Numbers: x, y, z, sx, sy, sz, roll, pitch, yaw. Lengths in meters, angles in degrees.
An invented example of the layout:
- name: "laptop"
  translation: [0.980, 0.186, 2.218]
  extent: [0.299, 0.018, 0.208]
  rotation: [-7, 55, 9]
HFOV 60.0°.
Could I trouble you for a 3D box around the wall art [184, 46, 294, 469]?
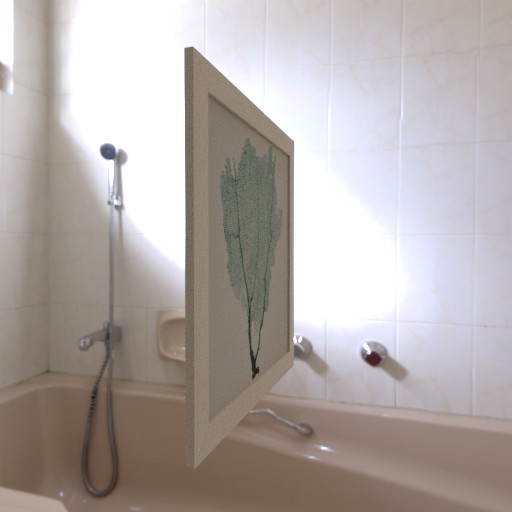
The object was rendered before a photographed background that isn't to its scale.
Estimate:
- name: "wall art"
  translation: [0.000, 0.000, 0.876]
  extent: [0.015, 0.577, 0.572]
  rotation: [0, 1, 19]
